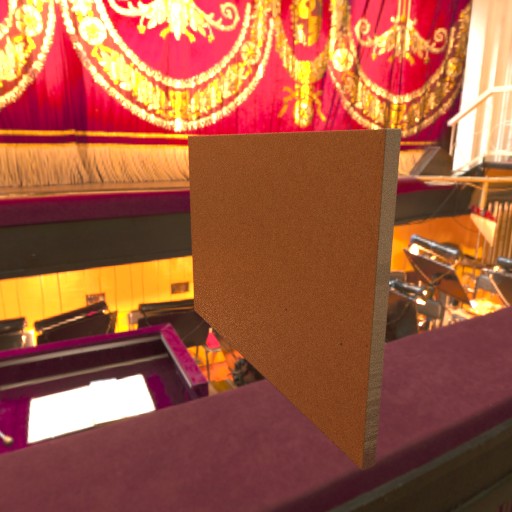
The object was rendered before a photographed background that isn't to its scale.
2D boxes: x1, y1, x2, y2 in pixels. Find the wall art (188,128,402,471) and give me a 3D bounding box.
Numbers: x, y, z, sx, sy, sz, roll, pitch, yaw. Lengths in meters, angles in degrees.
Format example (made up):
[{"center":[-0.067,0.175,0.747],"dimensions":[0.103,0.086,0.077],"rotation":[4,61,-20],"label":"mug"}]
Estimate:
[{"center":[0.000,0.000,0.769],"dimensions":[0.021,0.410,0.615],"rotation":[-7,16,-26],"label":"wall art"}]
